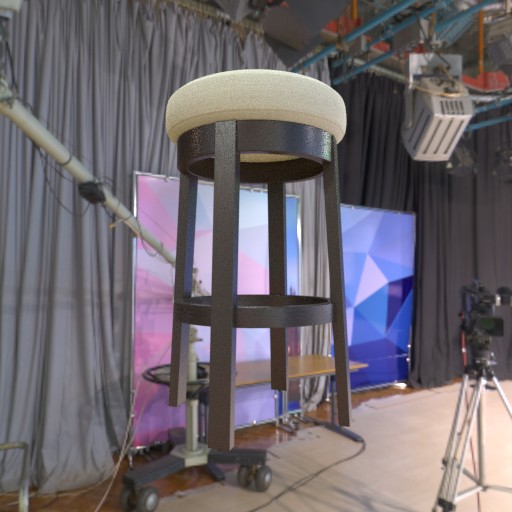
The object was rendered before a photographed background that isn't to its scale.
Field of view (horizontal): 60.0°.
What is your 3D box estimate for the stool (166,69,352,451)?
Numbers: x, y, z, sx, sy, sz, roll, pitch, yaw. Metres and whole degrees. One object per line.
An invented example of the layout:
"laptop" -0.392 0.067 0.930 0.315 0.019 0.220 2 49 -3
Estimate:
"stool" 0.000 0.000 1.064 0.446 0.758 0.446 0 -1 0
